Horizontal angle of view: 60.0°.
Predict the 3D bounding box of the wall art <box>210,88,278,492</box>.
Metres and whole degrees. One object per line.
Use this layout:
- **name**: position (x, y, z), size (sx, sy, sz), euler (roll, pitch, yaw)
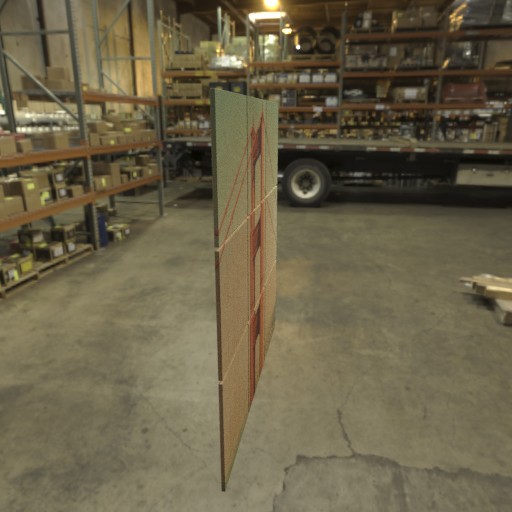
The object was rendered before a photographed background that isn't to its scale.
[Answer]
- **wall art**: position (0.000, 0.000, 1.818), size (0.013, 1.219, 1.214), euler (3, 18, 10)
